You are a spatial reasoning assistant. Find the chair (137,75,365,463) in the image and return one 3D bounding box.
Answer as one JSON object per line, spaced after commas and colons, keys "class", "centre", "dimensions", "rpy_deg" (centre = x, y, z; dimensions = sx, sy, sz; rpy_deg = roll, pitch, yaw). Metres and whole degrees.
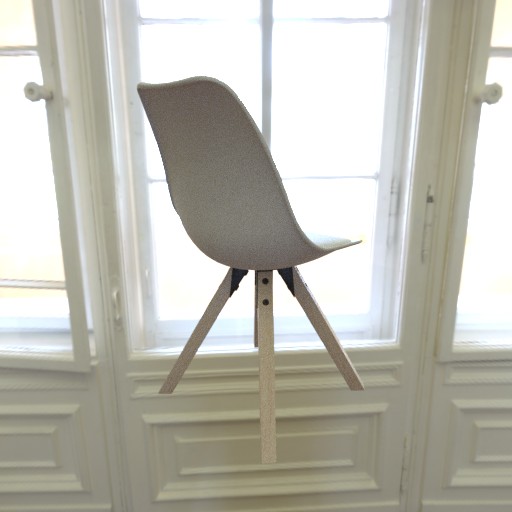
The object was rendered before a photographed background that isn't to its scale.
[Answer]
{"class": "chair", "centre": [0.000, 0.000, 1.193], "dimensions": [0.485, 0.850, 0.550], "rpy_deg": [14, 21, 41]}
